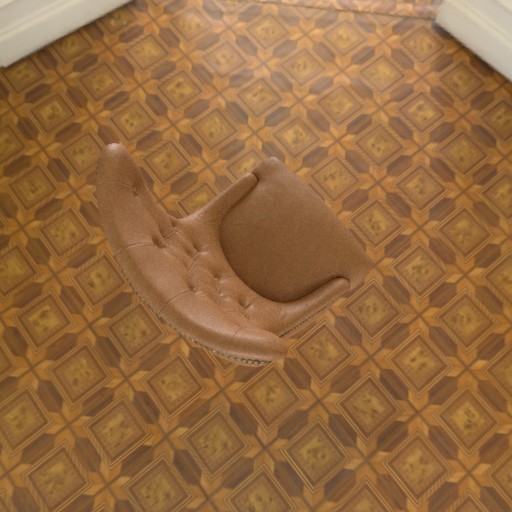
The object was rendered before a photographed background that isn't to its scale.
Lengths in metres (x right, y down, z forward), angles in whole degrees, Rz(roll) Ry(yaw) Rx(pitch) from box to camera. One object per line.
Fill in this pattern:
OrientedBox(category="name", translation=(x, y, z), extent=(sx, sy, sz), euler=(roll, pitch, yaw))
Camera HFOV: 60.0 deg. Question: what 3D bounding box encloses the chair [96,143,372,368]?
OrientedBox(category="chair", translation=(0.000, 0.000, 1.453), extent=(0.669, 1.065, 0.611), euler=(-38, 78, -10))
